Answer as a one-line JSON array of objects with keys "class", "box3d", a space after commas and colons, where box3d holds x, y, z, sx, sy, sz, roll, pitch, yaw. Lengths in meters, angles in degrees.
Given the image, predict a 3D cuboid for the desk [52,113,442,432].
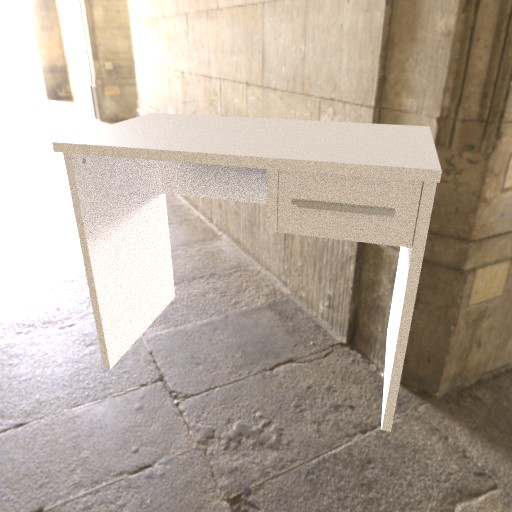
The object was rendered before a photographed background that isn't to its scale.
[{"class": "desk", "box3d": [0.000, 0.000, 1.346, 0.900, 0.729, 0.498, 8, 27, 15]}]
